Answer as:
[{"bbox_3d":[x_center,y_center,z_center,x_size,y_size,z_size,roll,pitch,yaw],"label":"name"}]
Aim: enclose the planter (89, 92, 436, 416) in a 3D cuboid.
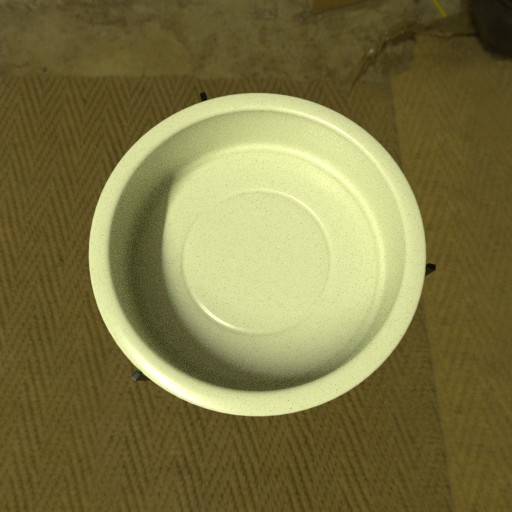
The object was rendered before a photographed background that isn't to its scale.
[{"bbox_3d":[0.000,0.000,0.522,0.336,0.171,0.345,-19,75,-5],"label":"planter"}]
